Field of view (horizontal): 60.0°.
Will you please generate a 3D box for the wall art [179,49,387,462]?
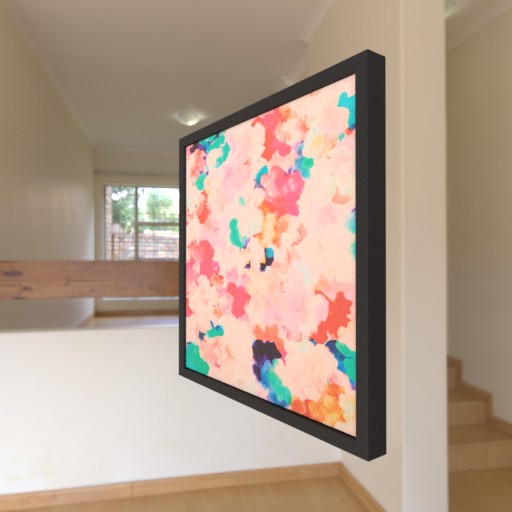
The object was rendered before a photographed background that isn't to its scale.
[{"bbox_3d":[0.000,0.000,0.754,0.036,0.503,0.506,0,-1,-37],"label":"wall art"}]
